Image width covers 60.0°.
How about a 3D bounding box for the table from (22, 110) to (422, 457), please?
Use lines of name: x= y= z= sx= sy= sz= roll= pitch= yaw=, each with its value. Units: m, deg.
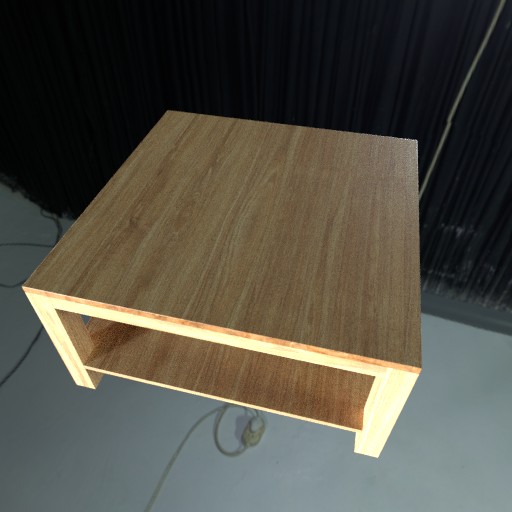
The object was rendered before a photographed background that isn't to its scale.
table: x=0.000 y=0.000 z=1.423 sx=0.900 sy=0.450 sz=0.900 roll=10 pitch=46 yaw=10
